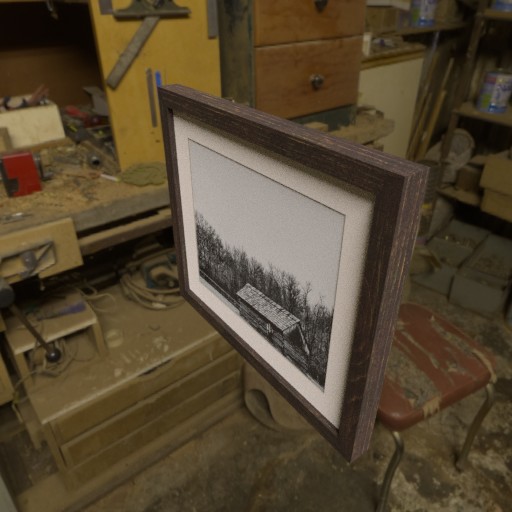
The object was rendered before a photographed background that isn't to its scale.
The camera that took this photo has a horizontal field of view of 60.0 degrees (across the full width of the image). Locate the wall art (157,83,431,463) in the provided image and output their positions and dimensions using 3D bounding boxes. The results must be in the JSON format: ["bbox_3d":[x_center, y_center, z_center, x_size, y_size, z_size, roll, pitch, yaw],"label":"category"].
[{"bbox_3d":[0.000,0.000,0.531,0.031,0.330,0.381,-22,38,-31],"label":"wall art"}]
